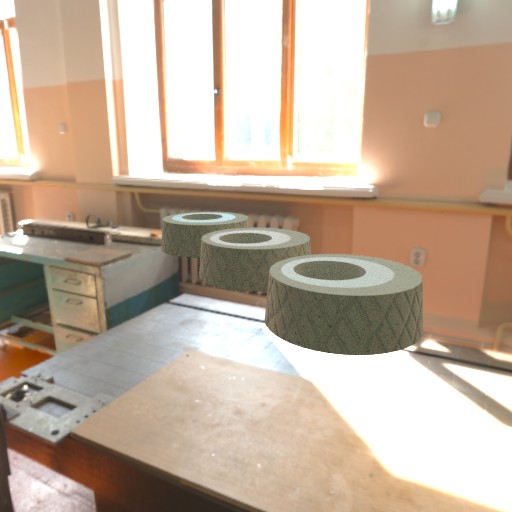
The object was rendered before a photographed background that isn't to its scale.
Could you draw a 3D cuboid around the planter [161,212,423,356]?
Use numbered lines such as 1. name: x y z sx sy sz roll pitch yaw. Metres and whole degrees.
1. planter: 0.000 0.000 0.442 0.114 0.038 0.390 -7 16 -26
